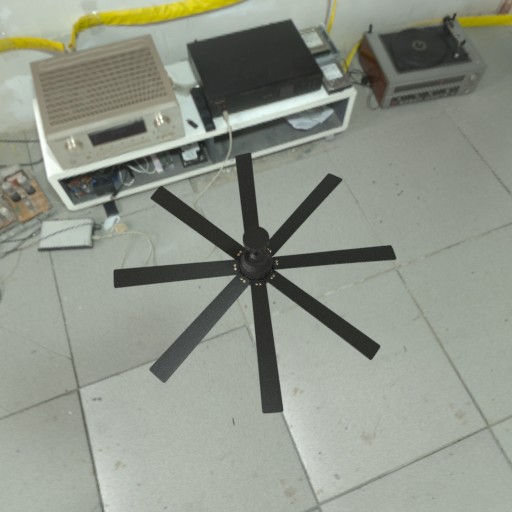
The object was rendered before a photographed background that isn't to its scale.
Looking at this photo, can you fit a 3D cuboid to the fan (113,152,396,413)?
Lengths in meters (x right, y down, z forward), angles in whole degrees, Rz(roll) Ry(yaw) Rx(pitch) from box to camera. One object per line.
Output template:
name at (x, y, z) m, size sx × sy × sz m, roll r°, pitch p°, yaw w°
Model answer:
fan at (0.000, 0.000, 2.756) m, size 1.830 × 0.472 × 1.830 m, roll 36°, pitch 69°, yaw 16°
